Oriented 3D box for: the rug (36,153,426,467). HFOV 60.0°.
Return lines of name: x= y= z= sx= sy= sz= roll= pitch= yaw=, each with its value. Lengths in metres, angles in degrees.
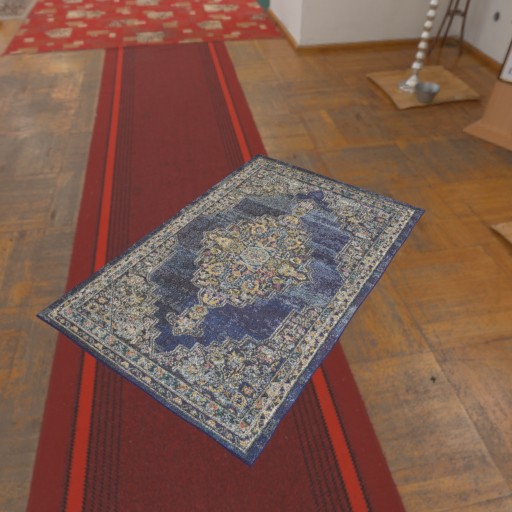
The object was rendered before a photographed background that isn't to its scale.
rug: x=0.000 y=0.000 z=2.281 sx=1.184 sy=0.012 sz=1.781 roll=25 pitch=47 yaw=25
